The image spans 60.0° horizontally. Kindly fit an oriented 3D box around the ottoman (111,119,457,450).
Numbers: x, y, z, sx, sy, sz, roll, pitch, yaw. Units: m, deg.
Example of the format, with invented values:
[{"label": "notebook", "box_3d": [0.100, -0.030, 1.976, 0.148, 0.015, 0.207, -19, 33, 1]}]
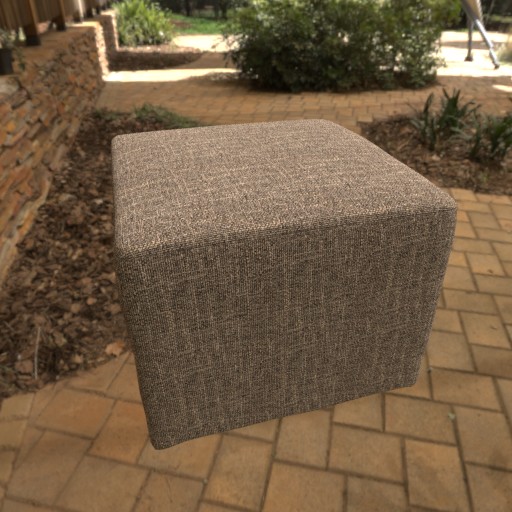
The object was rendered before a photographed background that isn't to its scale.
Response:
[{"label": "ottoman", "box_3d": [0.000, 0.000, 0.907, 0.521, 0.453, 0.512, -9, 33, -14]}]
